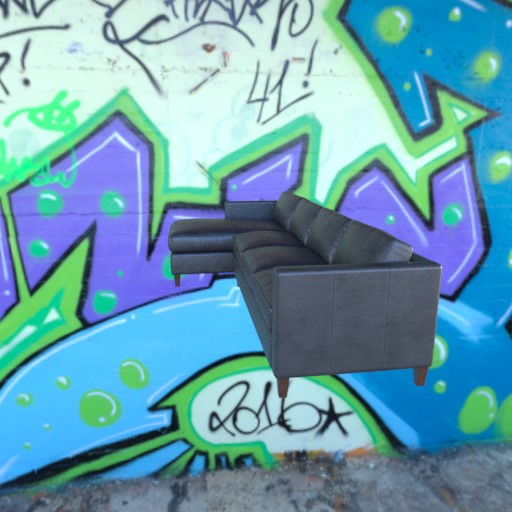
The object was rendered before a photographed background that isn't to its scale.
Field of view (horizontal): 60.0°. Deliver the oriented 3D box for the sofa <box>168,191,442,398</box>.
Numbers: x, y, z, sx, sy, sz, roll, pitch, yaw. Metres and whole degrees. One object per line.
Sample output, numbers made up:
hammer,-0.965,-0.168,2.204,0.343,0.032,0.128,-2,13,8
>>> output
sofa,0.000,0.000,3.901,1.581,0.883,3.203,-2,14,-8
